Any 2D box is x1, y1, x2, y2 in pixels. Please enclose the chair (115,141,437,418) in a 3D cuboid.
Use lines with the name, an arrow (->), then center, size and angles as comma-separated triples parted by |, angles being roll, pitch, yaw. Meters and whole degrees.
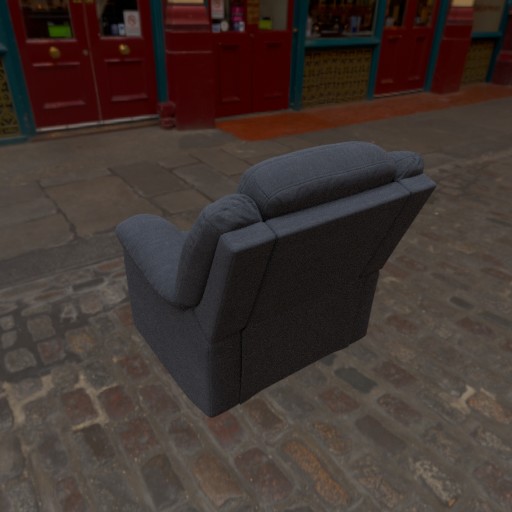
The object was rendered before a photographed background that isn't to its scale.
chair -> 0.000, 0.000, 1.758 | 0.899, 1.008, 0.944 | -19, 35, -30
